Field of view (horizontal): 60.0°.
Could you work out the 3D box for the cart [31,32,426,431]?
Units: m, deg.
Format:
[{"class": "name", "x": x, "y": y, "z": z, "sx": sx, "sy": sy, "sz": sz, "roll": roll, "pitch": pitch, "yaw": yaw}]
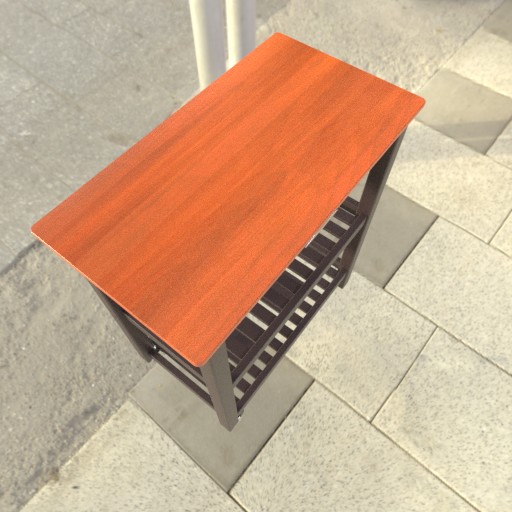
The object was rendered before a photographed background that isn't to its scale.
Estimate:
[{"class": "cart", "x": 0.000, "y": 0.000, "z": 1.392, "sx": 0.457, "sy": 0.927, "sz": 0.899, "roll": 34, "pitch": 65, "yaw": 18}]
